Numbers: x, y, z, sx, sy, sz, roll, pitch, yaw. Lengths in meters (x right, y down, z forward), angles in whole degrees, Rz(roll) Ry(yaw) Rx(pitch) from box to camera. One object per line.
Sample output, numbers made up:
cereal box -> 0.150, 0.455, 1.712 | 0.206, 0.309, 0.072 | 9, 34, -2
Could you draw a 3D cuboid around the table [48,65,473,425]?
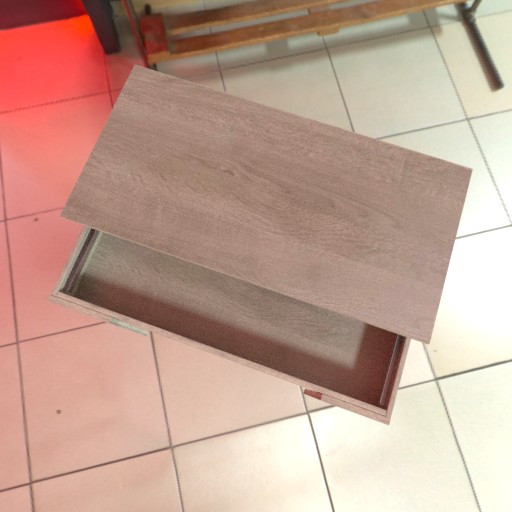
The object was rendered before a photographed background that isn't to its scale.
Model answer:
table -> 0.000, 0.000, 1.435 | 1.000, 0.570, 0.711 | 19, 76, 5
